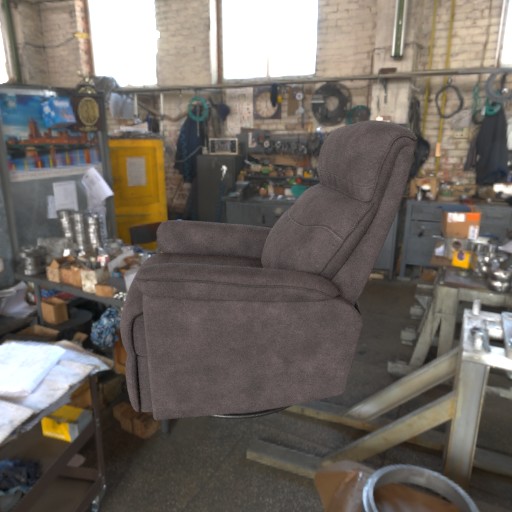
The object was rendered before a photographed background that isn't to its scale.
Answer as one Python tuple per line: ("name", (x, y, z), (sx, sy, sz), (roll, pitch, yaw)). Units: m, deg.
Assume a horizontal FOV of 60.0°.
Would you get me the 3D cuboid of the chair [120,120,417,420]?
("chair", (0.000, 0.000, 1.768), (1.009, 1.035, 0.830), (-2, 16, -6))
